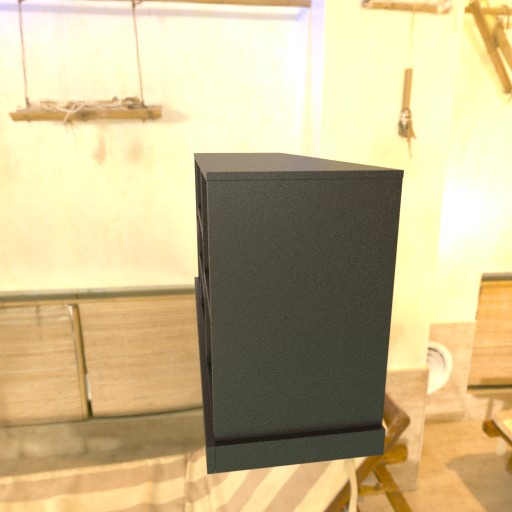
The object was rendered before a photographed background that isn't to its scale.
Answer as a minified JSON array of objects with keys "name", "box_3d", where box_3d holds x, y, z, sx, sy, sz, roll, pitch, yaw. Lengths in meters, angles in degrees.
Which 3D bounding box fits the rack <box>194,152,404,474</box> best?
[{"name":"rack","box_3d":[0.000,0.000,1.472,0.399,0.635,1.206,-2,15,-9]}]
